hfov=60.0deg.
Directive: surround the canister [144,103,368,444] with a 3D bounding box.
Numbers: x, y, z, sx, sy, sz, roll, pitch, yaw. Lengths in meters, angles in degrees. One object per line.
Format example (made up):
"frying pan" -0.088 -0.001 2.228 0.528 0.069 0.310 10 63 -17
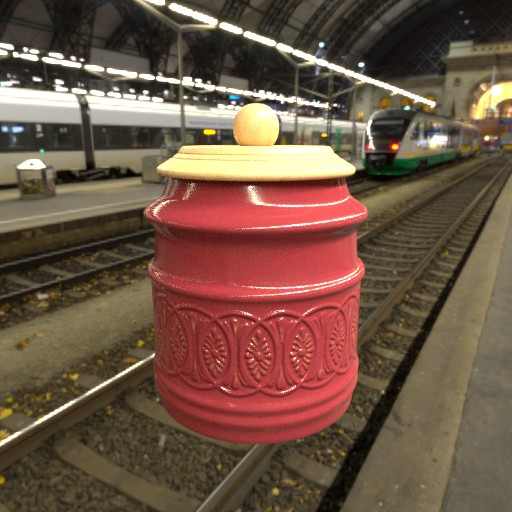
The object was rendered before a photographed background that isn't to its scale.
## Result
"canister" 0.000 0.000 0.271 0.130 0.176 0.130 0 15 0
